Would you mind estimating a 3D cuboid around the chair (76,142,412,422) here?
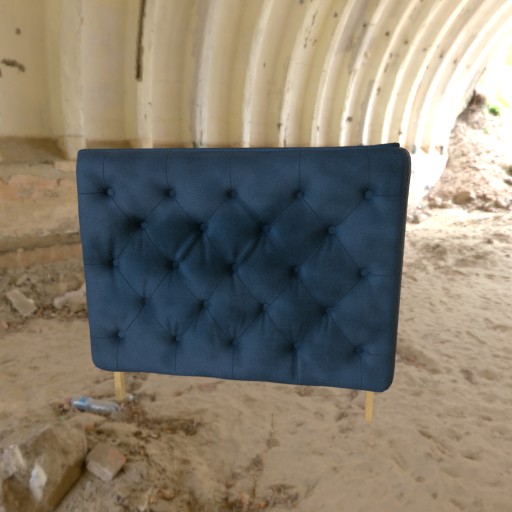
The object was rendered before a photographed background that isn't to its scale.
[{"bbox_3d":[0.000,0.000,1.573,0.877,0.771,0.868,2,13,8],"label":"chair"}]
